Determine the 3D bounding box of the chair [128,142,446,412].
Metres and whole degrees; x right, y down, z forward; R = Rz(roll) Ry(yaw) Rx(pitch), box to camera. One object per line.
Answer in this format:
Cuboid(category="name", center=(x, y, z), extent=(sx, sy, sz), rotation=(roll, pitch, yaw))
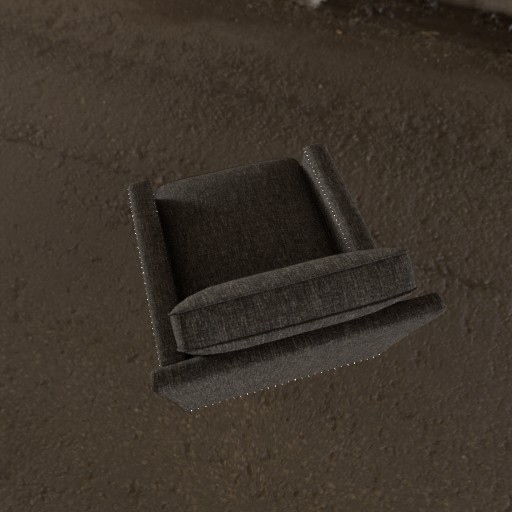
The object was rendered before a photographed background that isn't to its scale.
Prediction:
Cuboid(category="chair", center=(0.000, 0.000, 1.724), extent=(0.853, 0.943, 1.014), rotation=(-14, 60, -8))
